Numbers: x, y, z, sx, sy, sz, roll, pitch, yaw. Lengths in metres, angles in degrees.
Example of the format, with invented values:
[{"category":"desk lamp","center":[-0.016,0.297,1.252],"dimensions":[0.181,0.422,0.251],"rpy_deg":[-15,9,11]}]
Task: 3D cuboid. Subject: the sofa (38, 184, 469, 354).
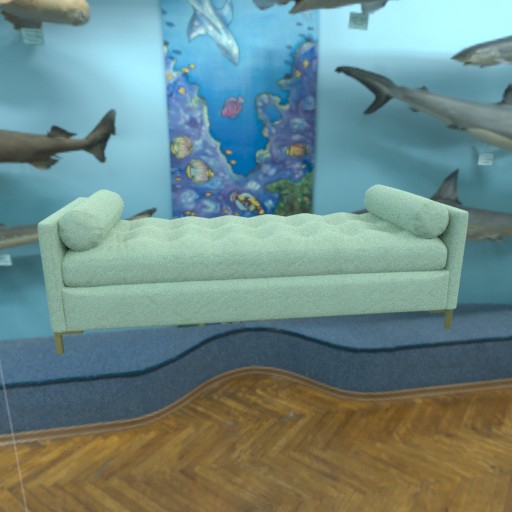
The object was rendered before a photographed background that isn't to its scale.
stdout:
[{"category":"sofa","center":[0.000,0.000,2.545],"dimensions":[2.102,0.705,0.796],"rpy_deg":[-2,16,-8]}]
